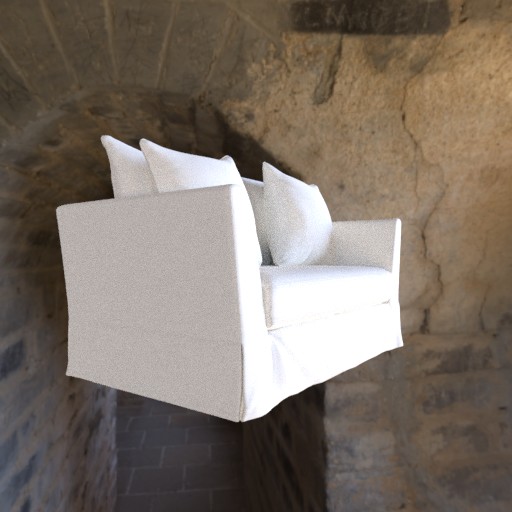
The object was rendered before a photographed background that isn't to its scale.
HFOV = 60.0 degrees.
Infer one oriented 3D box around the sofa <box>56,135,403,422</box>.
[{"bbox_3d":[0.000,0.000,2.260,1.026,1.039,1.608,0,0,36],"label":"sofa"}]
